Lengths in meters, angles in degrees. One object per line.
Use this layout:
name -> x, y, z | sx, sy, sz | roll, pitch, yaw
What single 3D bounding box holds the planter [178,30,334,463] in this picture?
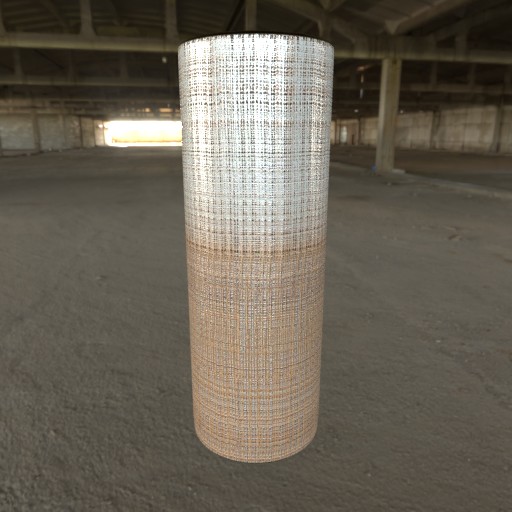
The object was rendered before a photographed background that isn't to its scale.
planter -> 0.000, 0.000, 0.321 | 0.099, 0.278, 0.099 | -3, 16, -10
